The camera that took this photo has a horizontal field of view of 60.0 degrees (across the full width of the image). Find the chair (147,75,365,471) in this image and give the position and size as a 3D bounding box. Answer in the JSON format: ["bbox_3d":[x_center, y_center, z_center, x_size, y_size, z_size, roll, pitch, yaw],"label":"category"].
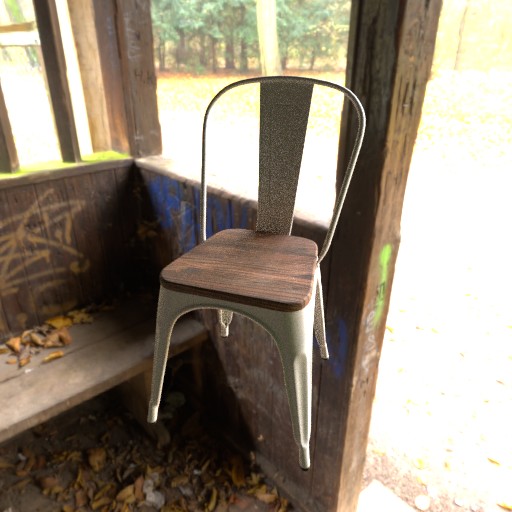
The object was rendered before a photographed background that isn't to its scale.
[{"bbox_3d":[0.000,0.000,1.171,0.452,0.851,0.521,9,28,17],"label":"chair"}]
